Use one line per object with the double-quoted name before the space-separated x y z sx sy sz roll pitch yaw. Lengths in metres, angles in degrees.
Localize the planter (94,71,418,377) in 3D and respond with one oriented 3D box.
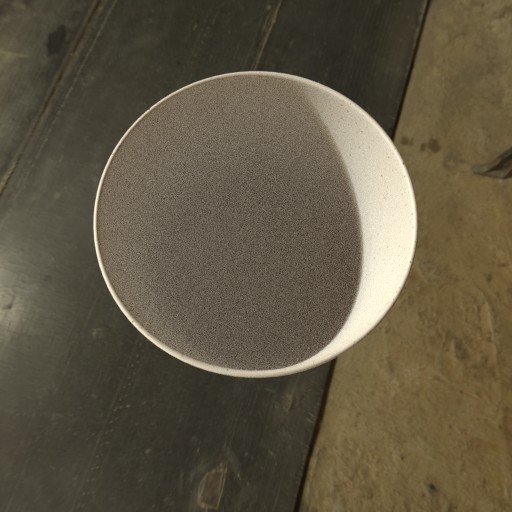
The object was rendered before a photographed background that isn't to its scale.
"planter" 0.000 0.000 0.368 0.195 0.214 0.195 0 75 0
